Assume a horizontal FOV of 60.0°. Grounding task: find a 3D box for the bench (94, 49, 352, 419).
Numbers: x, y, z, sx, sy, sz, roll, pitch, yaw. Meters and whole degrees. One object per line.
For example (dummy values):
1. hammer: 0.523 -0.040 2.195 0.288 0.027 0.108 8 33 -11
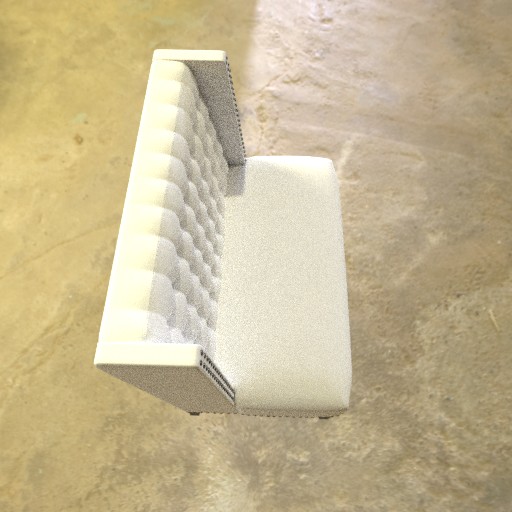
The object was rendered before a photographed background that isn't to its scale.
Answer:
1. bench: 0.000 0.000 1.964 0.847 1.123 1.280 1 63 1
